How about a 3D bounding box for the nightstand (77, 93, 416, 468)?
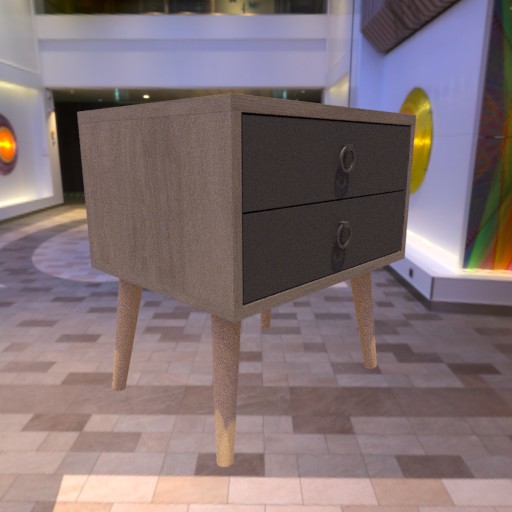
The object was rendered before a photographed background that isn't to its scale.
[{"bbox_3d":[0.000,0.000,0.814,0.380,0.500,0.450,13,19,42],"label":"nightstand"}]
